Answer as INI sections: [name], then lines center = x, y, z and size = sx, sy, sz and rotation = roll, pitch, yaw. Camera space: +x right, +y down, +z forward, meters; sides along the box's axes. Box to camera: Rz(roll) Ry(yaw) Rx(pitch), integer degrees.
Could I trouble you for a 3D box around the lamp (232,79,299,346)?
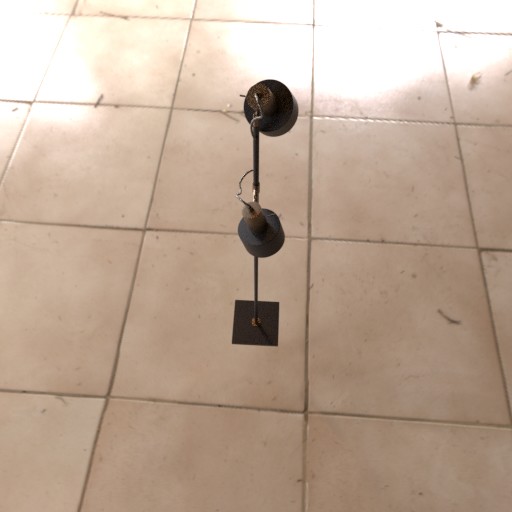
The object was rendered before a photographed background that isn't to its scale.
[lamp]
center = 0.000, 0.000, 1.617
size = 0.233, 1.505, 0.315
rotation = 3, 62, 1
